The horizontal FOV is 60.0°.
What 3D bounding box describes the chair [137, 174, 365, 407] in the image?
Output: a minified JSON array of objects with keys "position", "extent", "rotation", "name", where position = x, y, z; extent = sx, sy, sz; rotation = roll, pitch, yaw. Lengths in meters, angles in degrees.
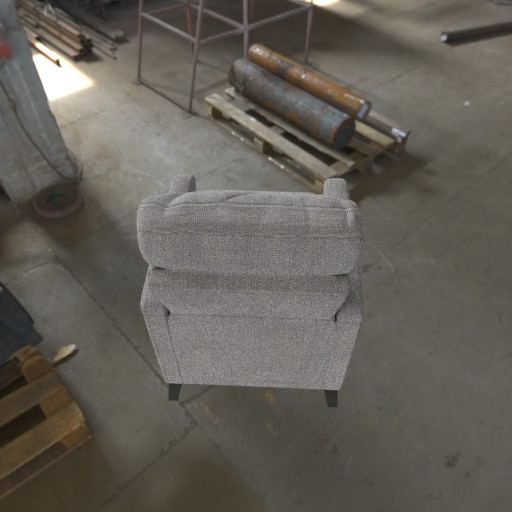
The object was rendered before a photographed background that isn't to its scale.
[{"position":[0.000,0.000,1.644],"extent":[0.710,1.049,0.922],"rotation":[2,47,2],"name":"chair"}]
